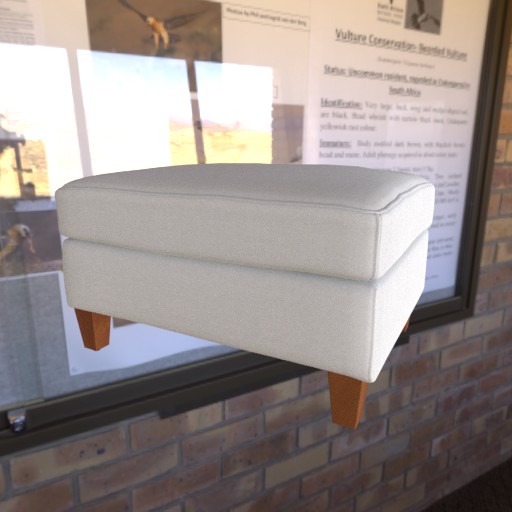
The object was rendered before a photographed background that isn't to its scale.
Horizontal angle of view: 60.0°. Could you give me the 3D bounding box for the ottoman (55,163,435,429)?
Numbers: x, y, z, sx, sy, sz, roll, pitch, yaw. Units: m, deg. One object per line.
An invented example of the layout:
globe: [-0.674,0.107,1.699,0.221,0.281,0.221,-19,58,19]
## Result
ottoman: [0.000,0.000,1.205,0.818,0.496,0.634,8,16,27]
